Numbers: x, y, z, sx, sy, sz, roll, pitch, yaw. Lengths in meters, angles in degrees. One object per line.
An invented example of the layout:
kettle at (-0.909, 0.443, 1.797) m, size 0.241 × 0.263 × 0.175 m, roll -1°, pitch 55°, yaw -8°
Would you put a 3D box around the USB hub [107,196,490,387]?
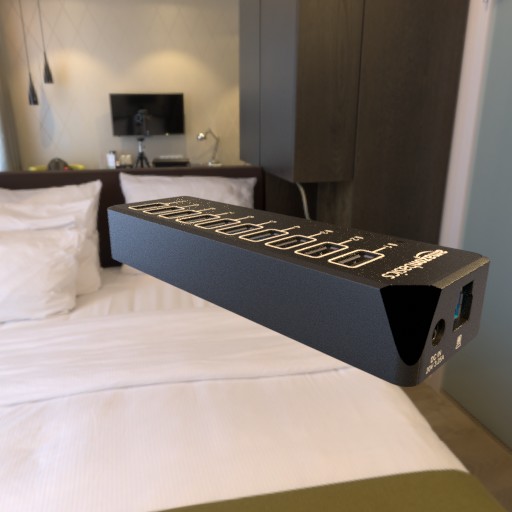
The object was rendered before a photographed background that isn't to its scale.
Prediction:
USB hub at (0.000, 0.000, 0.161) m, size 0.044 × 0.023 × 0.145 m, roll -16°, pitch 23°, yaw -42°
